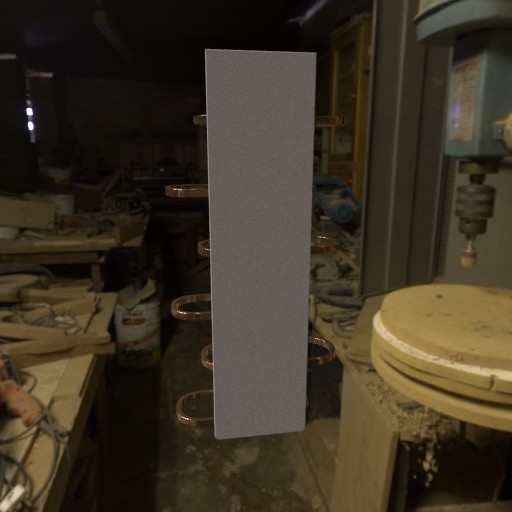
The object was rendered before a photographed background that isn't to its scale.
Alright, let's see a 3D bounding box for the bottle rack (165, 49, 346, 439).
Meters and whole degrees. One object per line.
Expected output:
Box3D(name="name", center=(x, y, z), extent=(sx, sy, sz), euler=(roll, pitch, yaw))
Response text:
Box3D(name="bottle rack", center=(0.000, 0.000, 0.856), extent=(0.332, 0.709, 0.118), euler=(-2, 14, -9))
